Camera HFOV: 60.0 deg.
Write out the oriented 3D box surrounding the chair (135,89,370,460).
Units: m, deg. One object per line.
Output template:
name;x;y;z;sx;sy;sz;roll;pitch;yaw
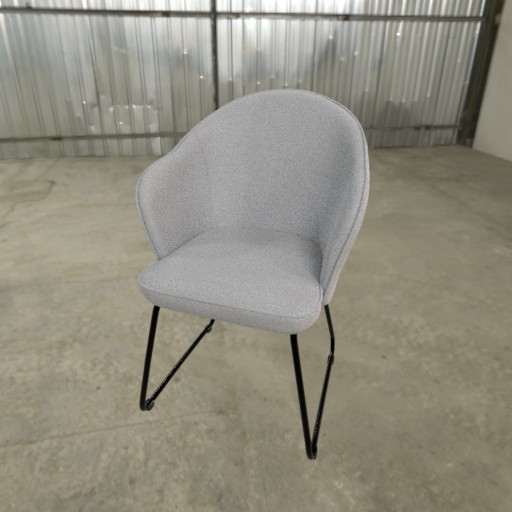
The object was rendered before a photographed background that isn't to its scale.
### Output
chair;0.000;0.000;1.227;0.570;0.817;0.592;9;28;17
